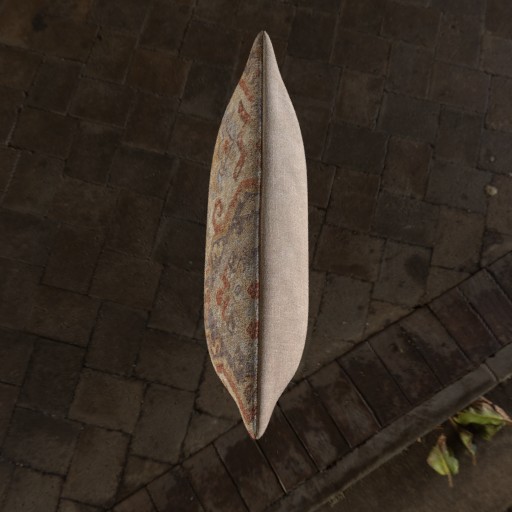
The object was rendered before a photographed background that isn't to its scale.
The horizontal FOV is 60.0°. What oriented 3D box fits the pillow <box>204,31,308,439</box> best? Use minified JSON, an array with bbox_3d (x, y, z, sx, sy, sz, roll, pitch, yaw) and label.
[{"bbox_3d":[0.000,0.000,0.780,0.166,0.506,0.523,1,77,0],"label":"pillow"}]
